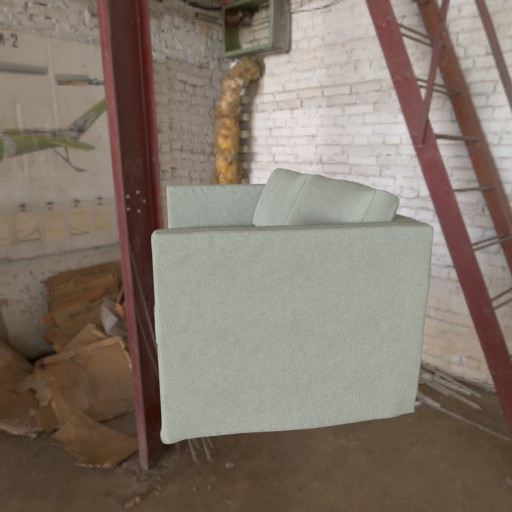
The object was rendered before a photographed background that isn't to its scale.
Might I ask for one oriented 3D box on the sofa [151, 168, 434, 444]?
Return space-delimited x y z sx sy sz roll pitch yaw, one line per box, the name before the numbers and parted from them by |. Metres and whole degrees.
sofa | 0.000 0.000 2.264 0.944 0.830 1.727 -2 14 -9
